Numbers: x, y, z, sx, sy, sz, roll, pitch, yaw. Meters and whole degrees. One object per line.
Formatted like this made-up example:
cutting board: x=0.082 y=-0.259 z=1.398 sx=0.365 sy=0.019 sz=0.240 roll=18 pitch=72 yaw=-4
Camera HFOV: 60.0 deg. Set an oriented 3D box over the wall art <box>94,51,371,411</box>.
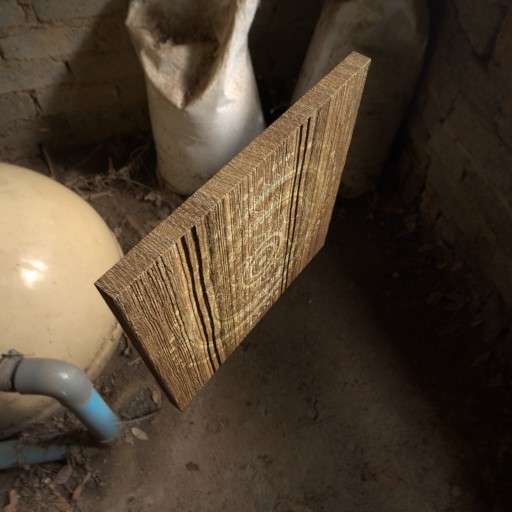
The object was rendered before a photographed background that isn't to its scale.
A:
wall art: x=0.000 y=0.000 z=0.924 sx=0.042 sy=0.608 sz=0.611 roll=34 pitch=64 yaw=19
